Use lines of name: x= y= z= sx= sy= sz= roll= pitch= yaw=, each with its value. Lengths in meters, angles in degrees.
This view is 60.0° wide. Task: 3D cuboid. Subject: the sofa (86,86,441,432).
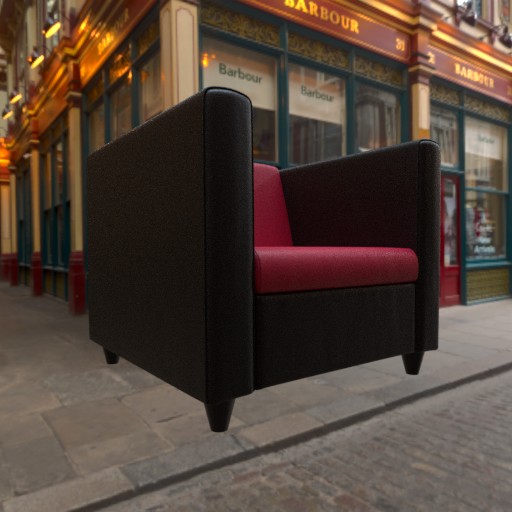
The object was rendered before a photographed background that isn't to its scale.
sofa: x=0.000 y=0.000 z=1.426 sx=0.839 sy=0.724 sz=0.809 roll=-1 pitch=1 yaw=-37
